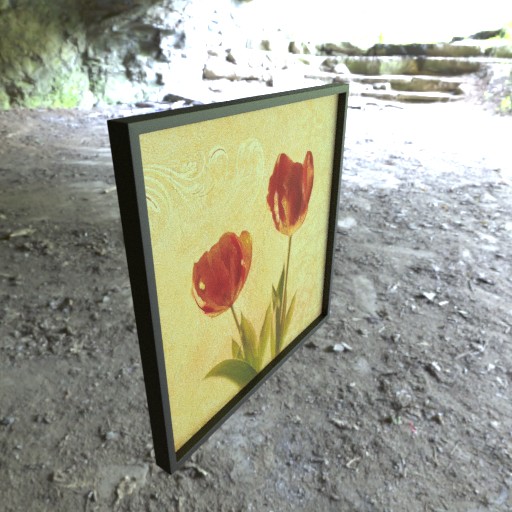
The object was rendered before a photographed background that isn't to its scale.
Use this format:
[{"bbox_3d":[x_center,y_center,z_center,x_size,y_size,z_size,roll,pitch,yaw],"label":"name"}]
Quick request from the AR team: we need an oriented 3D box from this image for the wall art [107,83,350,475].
[{"bbox_3d":[0.000,0.000,0.512,0.038,0.349,0.349,18,31,32],"label":"wall art"}]
